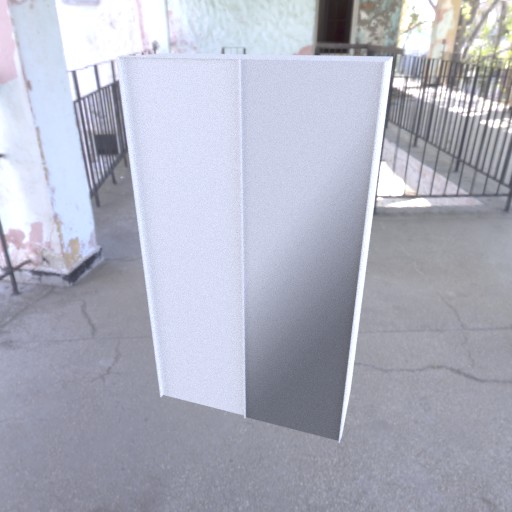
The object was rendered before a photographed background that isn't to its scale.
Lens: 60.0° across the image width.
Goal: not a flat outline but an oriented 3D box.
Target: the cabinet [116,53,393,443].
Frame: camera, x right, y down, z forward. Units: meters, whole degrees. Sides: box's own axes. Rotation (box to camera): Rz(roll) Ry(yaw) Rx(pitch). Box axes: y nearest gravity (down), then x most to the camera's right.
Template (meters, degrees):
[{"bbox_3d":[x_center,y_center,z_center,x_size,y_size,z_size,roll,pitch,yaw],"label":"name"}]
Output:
[{"bbox_3d":[0.000,0.000,2.618,1.250,2.160,0.480,8,28,16],"label":"cabinet"}]
